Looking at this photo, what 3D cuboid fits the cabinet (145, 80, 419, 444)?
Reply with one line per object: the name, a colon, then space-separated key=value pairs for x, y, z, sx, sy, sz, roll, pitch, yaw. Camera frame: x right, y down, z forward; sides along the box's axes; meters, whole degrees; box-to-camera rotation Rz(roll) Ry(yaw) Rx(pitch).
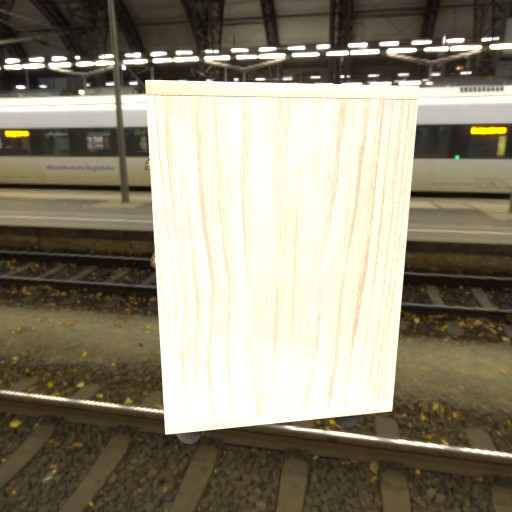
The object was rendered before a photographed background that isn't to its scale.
cabinet: x=0.000 y=0.000 z=0.861 sx=0.401 sy=0.579 sz=0.409 roll=-2 pitch=14 yaw=-9
